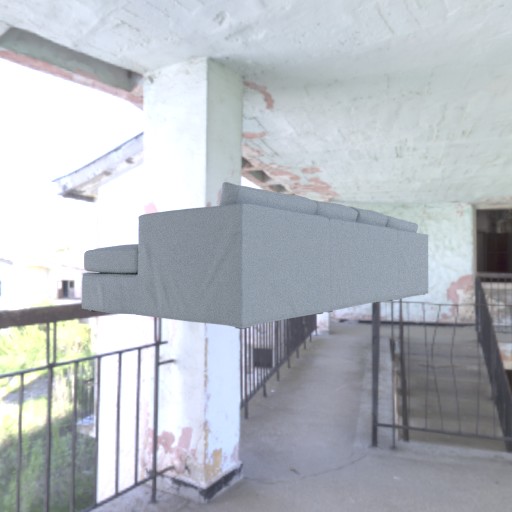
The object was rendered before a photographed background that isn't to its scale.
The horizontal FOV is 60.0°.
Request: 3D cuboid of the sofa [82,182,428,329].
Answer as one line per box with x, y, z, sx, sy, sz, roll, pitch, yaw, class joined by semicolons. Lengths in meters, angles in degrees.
0.000;0.000;4.520;2.427;0.882;3.460;-1;-1;38;sofa
